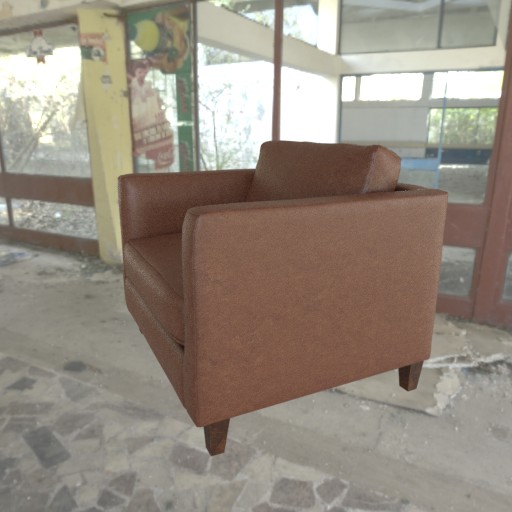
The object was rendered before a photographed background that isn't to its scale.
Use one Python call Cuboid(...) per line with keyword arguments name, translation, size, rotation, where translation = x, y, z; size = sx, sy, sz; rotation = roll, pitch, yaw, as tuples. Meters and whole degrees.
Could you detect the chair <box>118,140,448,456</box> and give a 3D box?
Cuboid(name="chair", translation=(0.000, 0.000, 1.832), size=(0.959, 0.917, 1.107), rotation=(-7, 17, -25))
